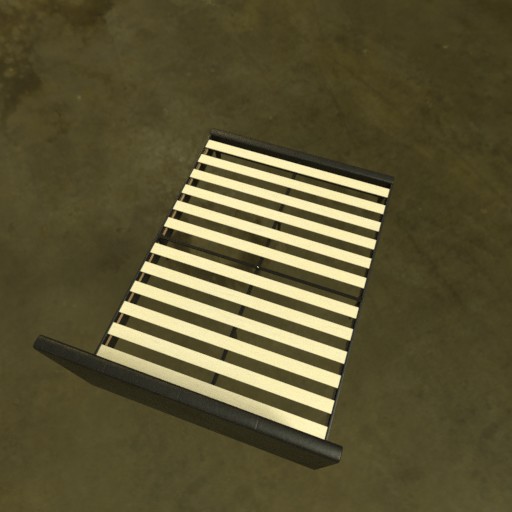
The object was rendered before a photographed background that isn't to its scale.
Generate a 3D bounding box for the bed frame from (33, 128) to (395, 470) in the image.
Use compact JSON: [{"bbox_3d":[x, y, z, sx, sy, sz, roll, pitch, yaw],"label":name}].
[{"bbox_3d":[0.000,0.000,3.155,1.634,1.127,2.318,17,64,9],"label":"bed frame"}]
